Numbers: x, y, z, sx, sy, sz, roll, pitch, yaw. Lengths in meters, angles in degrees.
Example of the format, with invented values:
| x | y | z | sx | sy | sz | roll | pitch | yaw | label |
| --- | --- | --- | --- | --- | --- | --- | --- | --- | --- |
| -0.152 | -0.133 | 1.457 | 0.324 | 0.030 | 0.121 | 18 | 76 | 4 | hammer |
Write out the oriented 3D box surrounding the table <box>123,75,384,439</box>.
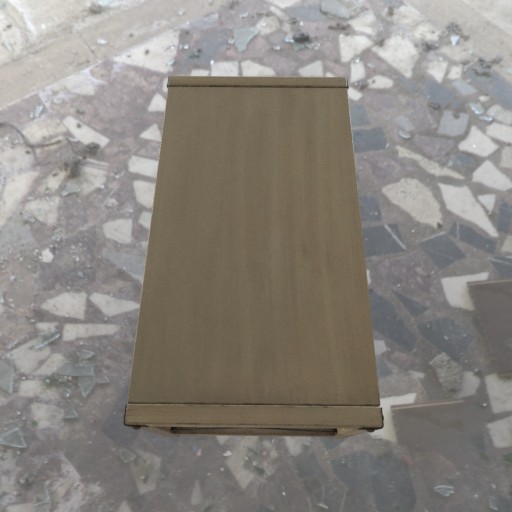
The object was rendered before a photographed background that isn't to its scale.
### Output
| x | y | z | sx | sy | sz | roll | pitch | yaw | label |
| --- | --- | --- | --- | --- | --- | --- | --- | --- | --- |
| 0.000 | 0.000 | 1.344 | 0.559 | 0.456 | 1.016 | 1 | 65 | 0 | table |
